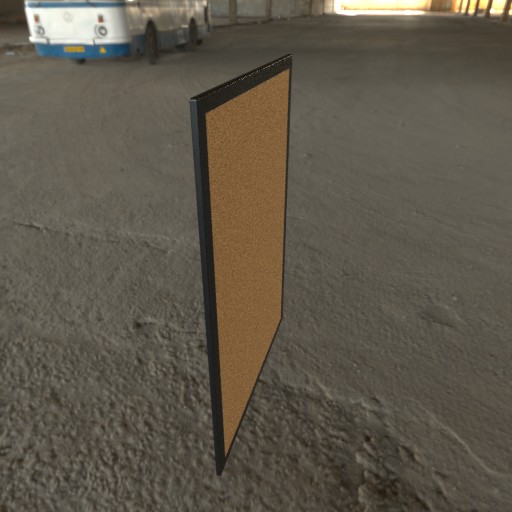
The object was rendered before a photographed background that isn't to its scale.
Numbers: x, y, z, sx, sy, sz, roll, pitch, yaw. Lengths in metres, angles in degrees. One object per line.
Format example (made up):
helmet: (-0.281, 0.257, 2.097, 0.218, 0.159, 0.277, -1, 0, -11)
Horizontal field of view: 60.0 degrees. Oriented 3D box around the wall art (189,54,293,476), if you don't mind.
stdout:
wall art: (0.000, 0.000, 1.239, 0.013, 0.967, 0.707, 8, 31, 14)
